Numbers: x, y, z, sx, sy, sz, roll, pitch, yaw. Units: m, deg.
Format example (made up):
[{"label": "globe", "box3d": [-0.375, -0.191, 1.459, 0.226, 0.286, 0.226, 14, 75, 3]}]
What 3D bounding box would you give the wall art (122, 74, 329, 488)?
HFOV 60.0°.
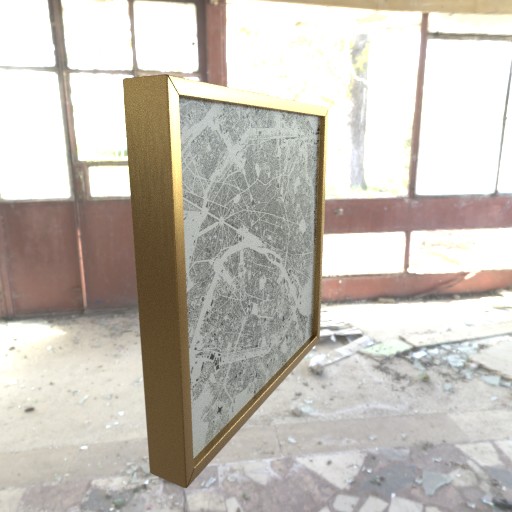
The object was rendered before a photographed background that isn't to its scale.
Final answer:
[{"label": "wall art", "box3d": [0.000, 0.000, 0.449, 0.037, 0.305, 0.305, 8, 16, 27]}]
